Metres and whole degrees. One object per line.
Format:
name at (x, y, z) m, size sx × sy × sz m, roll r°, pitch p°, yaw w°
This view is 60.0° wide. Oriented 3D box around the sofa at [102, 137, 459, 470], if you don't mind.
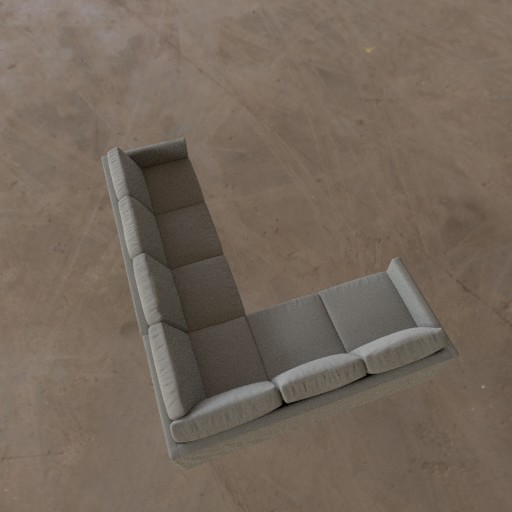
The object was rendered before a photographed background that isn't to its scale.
sofa at (0.000, 0.000, 4.390) m, size 2.432 × 0.871 × 3.182 m, roll -16°, pitch 60°, yaw -10°
